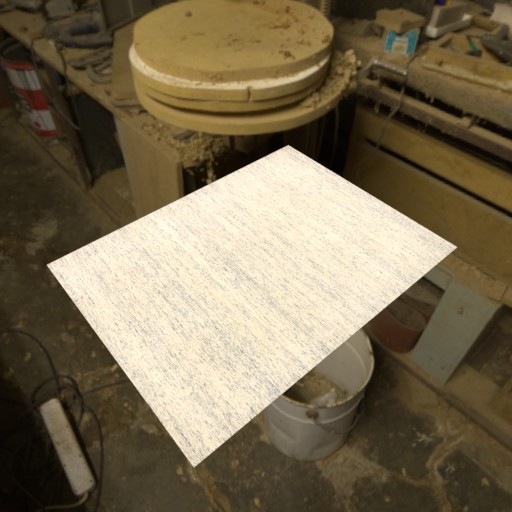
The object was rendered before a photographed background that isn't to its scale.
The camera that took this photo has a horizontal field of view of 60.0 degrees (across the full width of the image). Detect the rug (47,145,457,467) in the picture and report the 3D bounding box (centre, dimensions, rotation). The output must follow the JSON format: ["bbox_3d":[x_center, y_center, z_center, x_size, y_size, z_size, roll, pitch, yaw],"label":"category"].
[{"bbox_3d":[0.000,0.000,4.338,3.197,0.006,2.438,-32,54,-27],"label":"rug"}]
